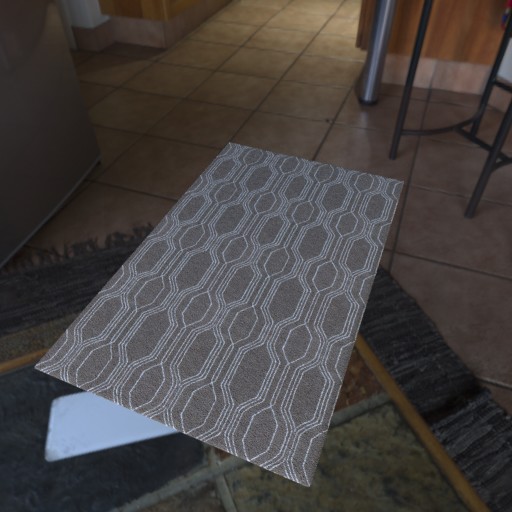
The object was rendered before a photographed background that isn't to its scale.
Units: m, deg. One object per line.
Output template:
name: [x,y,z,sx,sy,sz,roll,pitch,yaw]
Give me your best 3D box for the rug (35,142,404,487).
rug: [0.000,0.000,2.951,1.541,0.012,2.457,17,48,16]
